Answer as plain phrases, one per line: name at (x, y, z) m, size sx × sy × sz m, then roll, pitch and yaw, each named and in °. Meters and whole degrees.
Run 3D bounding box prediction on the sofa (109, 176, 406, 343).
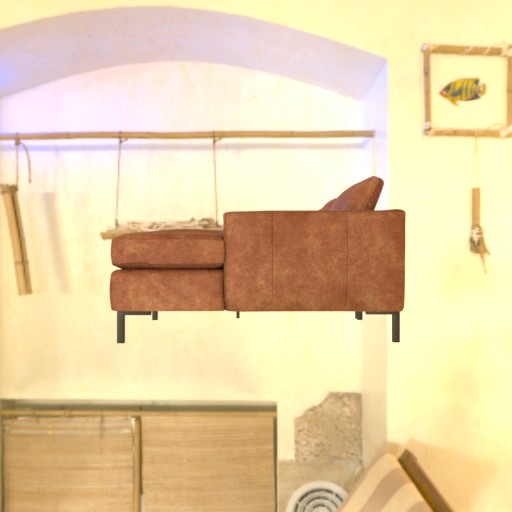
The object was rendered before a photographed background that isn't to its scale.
sofa at (0.000, 0.000, 3.651) m, size 1.471 × 0.859 × 2.993 m, roll 0°, pitch 0°, yaw 0°
